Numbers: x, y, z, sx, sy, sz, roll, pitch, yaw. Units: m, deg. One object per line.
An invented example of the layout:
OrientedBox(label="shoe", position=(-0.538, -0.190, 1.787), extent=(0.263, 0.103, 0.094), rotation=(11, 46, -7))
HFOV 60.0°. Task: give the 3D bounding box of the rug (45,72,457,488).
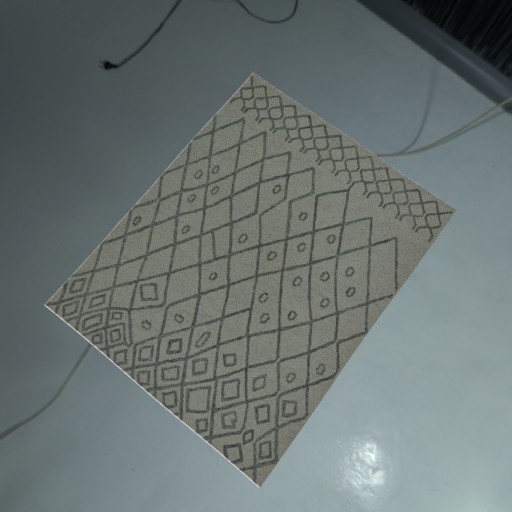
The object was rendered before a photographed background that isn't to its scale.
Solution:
OrientedBox(label="rug", position=(0.000, 0.000, 4.086), extent=(2.446, 0.015, 3.046), rotation=(37, 79, 9))
